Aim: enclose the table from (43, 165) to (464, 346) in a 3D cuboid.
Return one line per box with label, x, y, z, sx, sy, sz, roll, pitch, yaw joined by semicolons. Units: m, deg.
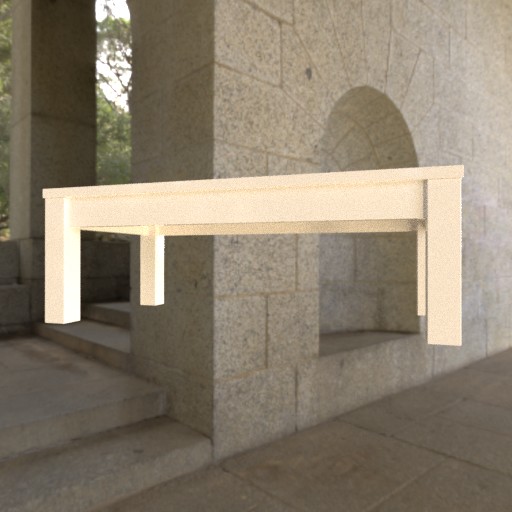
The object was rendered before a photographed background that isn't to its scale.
table;0.000;0.000;1.684;1.350;0.470;0.700;0;0;18
